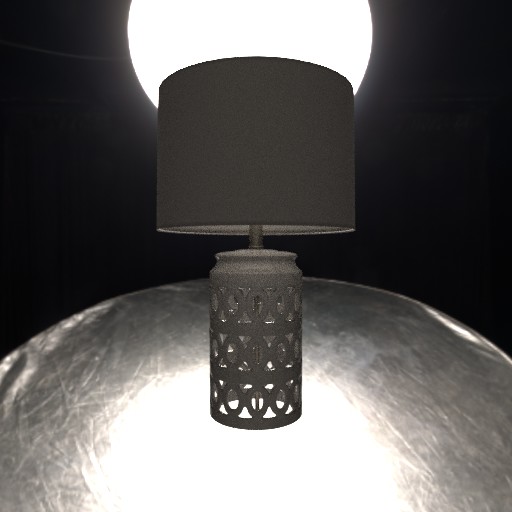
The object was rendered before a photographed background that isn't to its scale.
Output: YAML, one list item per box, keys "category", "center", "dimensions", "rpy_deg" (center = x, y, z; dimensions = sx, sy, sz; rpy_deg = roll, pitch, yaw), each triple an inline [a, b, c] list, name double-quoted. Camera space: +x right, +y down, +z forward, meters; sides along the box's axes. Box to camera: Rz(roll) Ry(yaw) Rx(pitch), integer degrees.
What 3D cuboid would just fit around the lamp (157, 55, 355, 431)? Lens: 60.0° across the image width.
- category: "lamp"
  center: [0.000, 0.000, 0.708]
  dimensions: [0.310, 0.502, 0.310]
  rpy_deg: [0, 0, 0]
